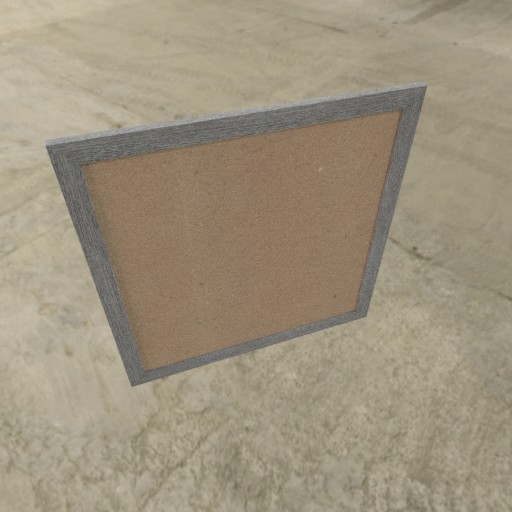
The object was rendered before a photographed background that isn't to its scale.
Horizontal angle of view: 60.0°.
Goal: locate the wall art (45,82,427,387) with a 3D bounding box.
[{"bbox_3d":[0.000,0.000,0.995,0.685,0.685,0.020,-14,44,-14],"label":"wall art"}]
